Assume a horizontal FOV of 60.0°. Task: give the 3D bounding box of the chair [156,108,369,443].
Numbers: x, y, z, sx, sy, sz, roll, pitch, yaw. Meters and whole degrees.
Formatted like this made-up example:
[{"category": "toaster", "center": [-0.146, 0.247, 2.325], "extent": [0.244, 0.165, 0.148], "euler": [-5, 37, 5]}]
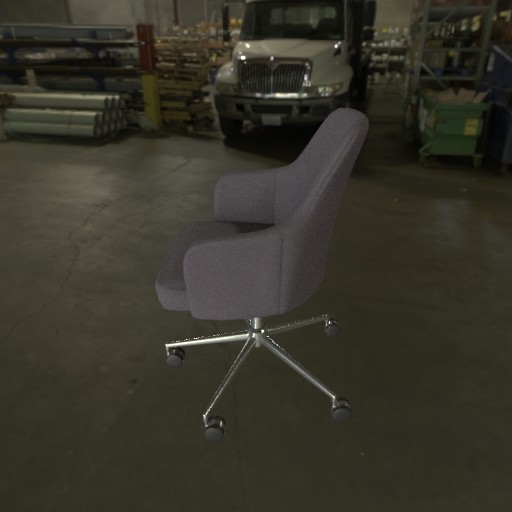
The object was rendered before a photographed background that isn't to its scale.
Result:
[{"category": "chair", "center": [0.000, 0.000, 1.314], "extent": [0.600, 0.820, 0.655], "euler": [1, 26, 3]}]
